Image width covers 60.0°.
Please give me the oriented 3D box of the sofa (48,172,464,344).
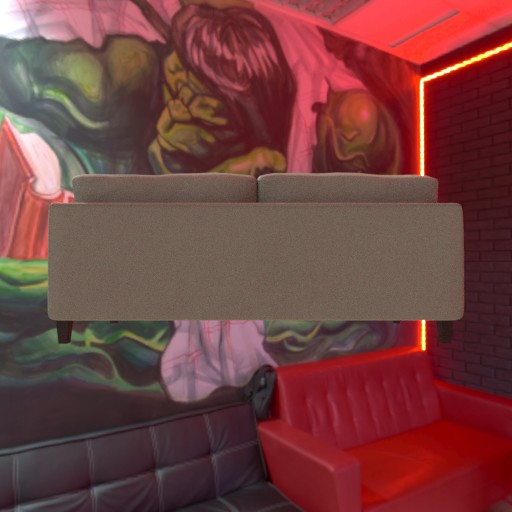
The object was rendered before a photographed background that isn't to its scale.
[{"bbox_3d":[0.000,0.000,2.749,2.181,0.932,0.948,0,-1,0],"label":"sofa"}]
